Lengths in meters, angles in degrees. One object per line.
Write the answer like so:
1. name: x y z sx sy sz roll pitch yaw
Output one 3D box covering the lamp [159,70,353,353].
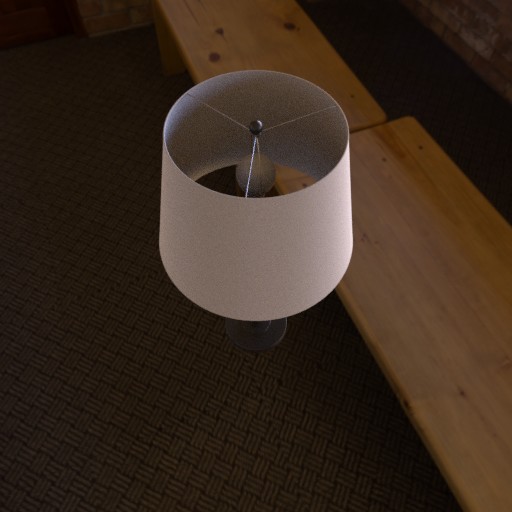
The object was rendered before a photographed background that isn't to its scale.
1. lamp: 0.000 0.000 0.908 0.363 0.696 0.363 0 58 0
